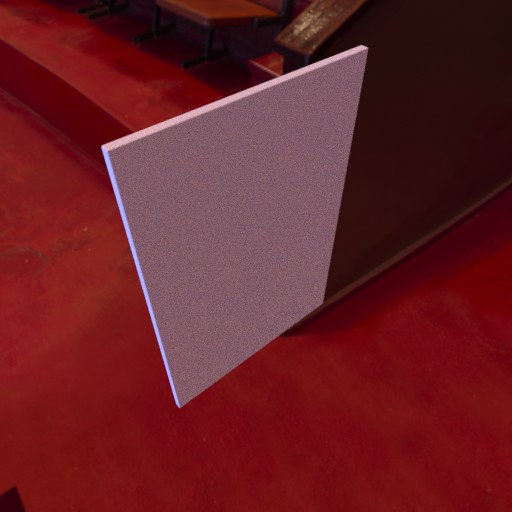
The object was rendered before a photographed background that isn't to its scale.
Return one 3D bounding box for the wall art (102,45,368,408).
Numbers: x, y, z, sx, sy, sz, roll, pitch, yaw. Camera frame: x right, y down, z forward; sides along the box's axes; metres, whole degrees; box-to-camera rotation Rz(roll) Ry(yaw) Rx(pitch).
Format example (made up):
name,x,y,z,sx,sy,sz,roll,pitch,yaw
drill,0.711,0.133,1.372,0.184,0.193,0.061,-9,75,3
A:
name,x,y,z,sx,sy,sz,roll,pitch,yaw
wall art,0.000,0.000,0.614,0.329,0.482,0.011,-31,54,-26
